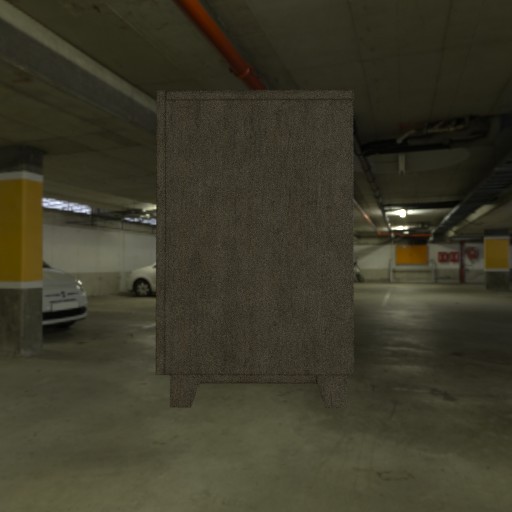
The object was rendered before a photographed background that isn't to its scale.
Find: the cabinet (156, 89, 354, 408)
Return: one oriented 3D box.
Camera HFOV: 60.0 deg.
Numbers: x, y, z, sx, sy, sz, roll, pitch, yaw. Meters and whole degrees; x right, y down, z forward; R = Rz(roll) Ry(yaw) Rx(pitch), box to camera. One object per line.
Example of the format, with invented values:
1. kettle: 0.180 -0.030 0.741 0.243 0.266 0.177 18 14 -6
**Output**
1. cabinet: 0.000 0.000 1.855 0.511 0.825 1.460 0 -1 1
